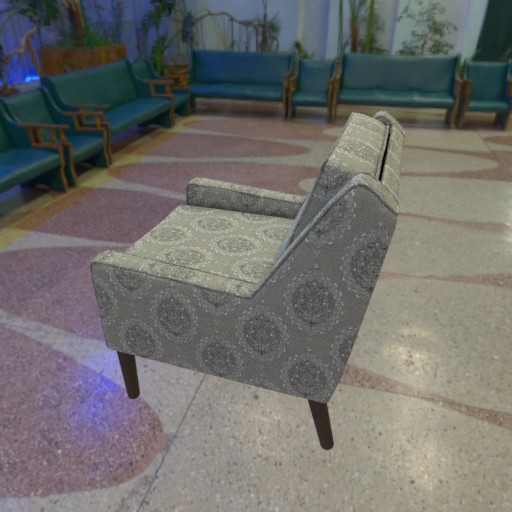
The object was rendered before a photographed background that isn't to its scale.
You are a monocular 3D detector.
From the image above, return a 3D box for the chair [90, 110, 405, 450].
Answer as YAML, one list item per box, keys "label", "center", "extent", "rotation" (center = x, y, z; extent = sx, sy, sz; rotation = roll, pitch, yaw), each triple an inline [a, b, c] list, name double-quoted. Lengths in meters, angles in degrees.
- label: "chair"
  center: [0.000, 0.000, 1.341]
  extent: [0.750, 0.797, 0.665]
  rotation: [9, 31, 15]
